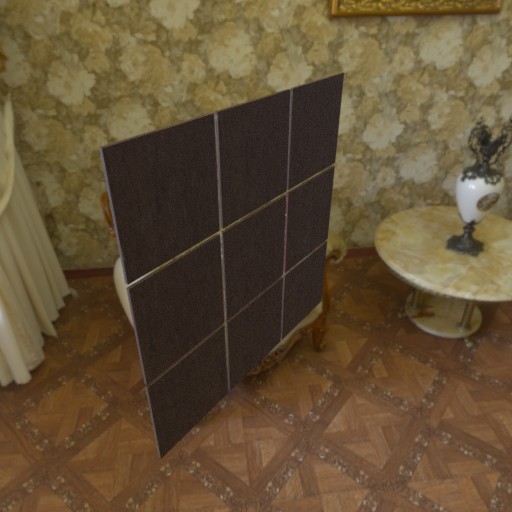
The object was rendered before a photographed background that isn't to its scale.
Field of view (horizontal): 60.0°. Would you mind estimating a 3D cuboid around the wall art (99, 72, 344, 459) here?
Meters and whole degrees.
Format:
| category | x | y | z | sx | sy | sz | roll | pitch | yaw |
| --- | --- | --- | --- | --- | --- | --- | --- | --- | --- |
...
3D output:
| category | x | y | z | sx | sy | sz | roll | pitch | yaw |
| --- | --- | --- | --- | --- | --- | --- | --- | --- | --- |
| wall art | 0.000 | 0.000 | 2.232 | 0.014 | 1.525 | 1.527 | 22 | 38 | 31 |
